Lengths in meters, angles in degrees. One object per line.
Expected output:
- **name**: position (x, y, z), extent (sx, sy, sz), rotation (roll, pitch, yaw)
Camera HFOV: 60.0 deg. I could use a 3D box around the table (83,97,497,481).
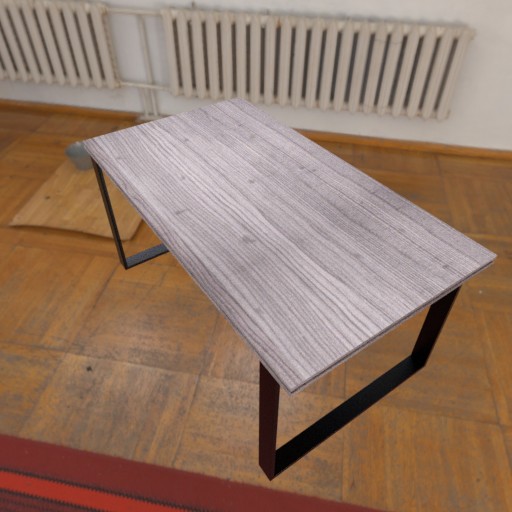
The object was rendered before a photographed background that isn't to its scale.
- **table**: position (0.000, 0.000, 2.032), extent (0.881, 0.736, 1.579), rotation (-25, 48, -25)
